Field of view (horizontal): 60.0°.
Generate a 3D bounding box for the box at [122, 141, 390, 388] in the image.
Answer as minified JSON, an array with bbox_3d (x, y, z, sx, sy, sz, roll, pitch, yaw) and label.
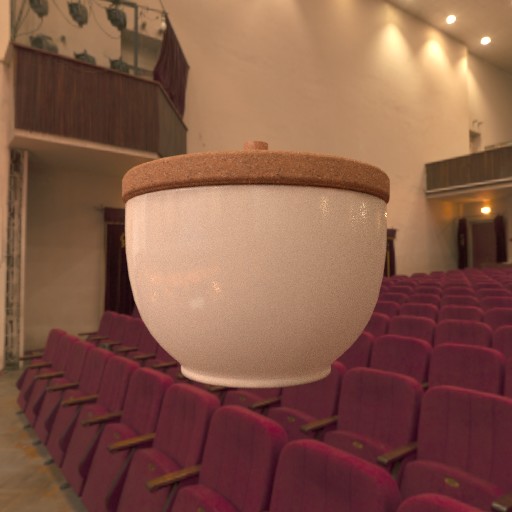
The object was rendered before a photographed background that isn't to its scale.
[{"bbox_3d":[0.000,0.000,0.185,0.107,0.094,0.107,0,-2,0],"label":"box"}]
